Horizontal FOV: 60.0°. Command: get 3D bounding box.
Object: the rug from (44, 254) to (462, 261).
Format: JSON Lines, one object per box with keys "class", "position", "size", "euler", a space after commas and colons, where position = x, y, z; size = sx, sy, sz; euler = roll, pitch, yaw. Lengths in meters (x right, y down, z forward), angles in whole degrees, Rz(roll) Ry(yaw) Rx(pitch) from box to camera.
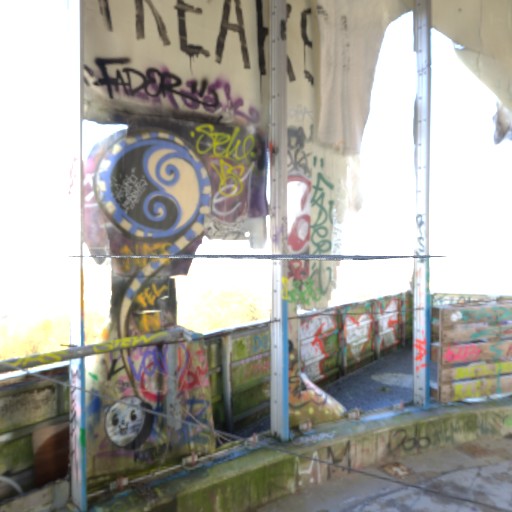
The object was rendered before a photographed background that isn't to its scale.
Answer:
{"class": "rug", "position": [0.000, 0.000, 4.091], "size": [3.021, 0.013, 2.432], "euler": [0, 1, 37]}
